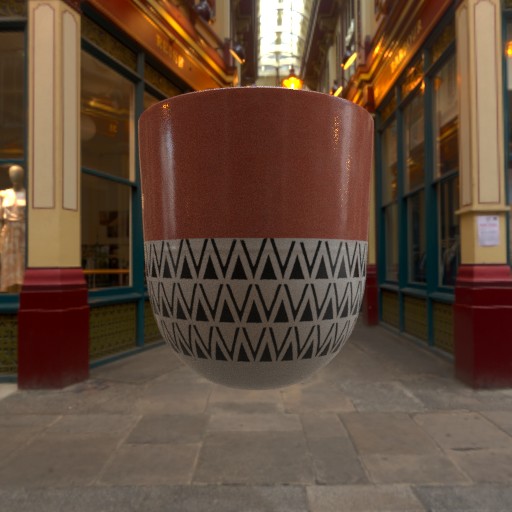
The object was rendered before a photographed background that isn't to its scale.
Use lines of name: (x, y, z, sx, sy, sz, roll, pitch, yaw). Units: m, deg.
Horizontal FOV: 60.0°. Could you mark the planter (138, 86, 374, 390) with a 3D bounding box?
planter: (0.000, 0.000, 0.378, 0.195, 0.214, 0.195, 0, -1, 0)
